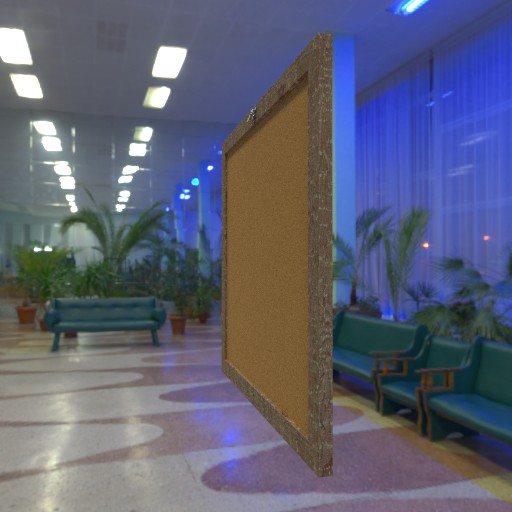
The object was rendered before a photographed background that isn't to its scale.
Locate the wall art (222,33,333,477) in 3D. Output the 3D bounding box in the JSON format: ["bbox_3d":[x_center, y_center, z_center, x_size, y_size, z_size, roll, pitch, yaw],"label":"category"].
[{"bbox_3d":[0.000,0.000,0.561,0.022,0.380,0.380,0,0,-17],"label":"wall art"}]
